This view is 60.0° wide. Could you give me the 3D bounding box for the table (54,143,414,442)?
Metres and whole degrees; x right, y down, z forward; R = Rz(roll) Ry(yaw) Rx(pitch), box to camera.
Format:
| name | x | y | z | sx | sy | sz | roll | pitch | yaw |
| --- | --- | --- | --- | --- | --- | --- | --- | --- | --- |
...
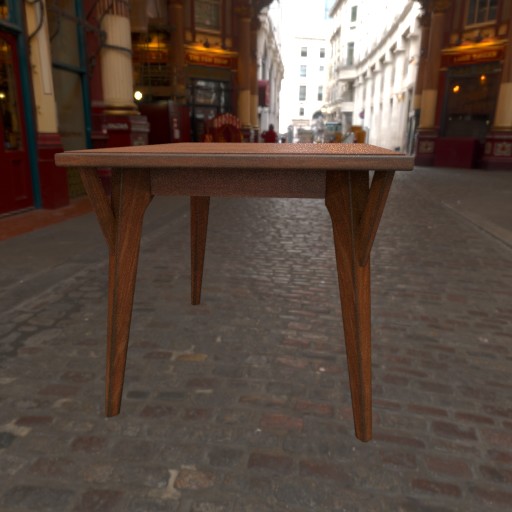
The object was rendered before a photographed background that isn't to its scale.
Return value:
| name | x | y | z | sx | sy | sz | roll | pitch | yaw |
| --- | --- | --- | --- | --- | --- | --- | --- | --- | --- |
| table | 0.000 | 0.000 | 1.583 | 0.838 | 0.761 | 0.991 | 2 | 16 | 8 |
